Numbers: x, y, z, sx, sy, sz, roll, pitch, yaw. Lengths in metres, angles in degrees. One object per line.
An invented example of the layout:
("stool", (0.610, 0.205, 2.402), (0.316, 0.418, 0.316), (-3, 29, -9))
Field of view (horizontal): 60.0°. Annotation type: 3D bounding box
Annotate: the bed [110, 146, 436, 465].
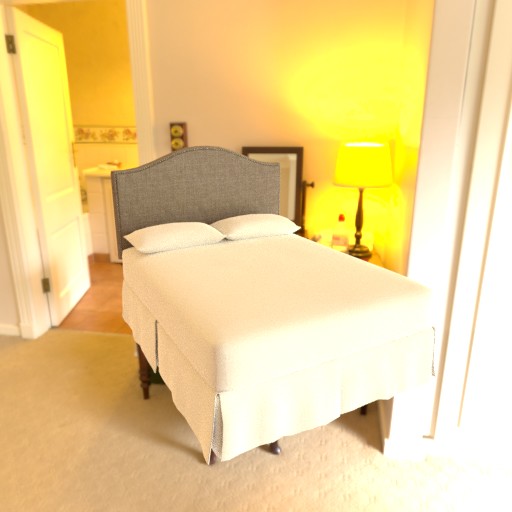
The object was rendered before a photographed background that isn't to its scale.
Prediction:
("bed", (0.000, 0.000, 3.333), (1.713, 1.518, 2.153), (-9, 19, -28))
